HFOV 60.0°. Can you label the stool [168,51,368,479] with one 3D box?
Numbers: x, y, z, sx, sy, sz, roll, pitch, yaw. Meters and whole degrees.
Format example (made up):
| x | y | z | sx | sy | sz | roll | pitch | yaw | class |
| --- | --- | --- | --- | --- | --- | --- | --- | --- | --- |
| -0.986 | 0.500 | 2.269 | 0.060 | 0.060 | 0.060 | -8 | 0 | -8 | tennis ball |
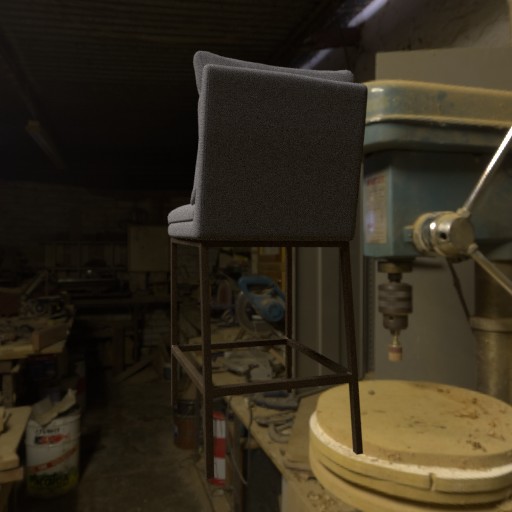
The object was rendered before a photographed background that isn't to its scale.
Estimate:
| x | y | z | sx | sy | sz | roll | pitch | yaw | class |
| --- | --- | --- | --- | --- | --- | --- | --- | --- | --- |
| 0.000 | 0.000 | 1.343 | 0.463 | 1.031 | 0.569 | 0 | 1 | -18 | stool |
